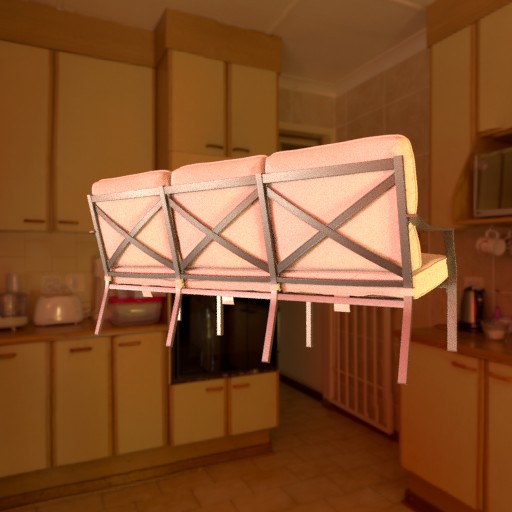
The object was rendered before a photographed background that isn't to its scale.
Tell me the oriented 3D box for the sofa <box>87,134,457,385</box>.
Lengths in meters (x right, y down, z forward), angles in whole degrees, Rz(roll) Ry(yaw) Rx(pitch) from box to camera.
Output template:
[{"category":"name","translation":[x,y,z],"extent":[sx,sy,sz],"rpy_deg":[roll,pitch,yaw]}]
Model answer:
[{"category":"sofa","translation":[0.000,0.000,2.214],"extent":[1.740,0.860,0.787],"rpy_deg":[0,0,34]}]
